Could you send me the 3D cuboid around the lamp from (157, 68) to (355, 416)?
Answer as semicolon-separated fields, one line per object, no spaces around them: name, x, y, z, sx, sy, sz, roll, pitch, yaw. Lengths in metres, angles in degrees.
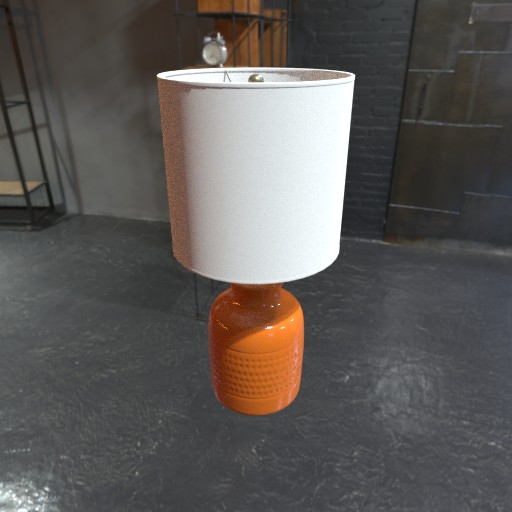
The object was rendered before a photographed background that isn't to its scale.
lamp;0.000;0.000;1.144;0.418;0.871;0.418;7;27;14
